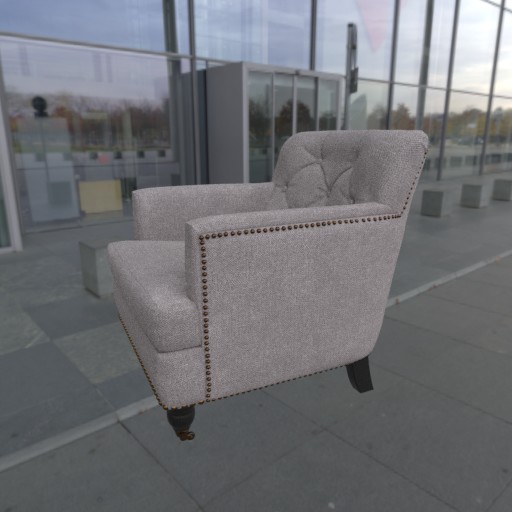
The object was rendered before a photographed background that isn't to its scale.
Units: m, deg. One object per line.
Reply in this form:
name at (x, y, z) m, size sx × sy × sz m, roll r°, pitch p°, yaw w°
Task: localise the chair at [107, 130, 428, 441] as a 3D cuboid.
chair at (0.000, 0.000, 1.498) m, size 0.902 × 0.823 × 0.737 m, roll -7°, pitch 17°, yaw -25°
